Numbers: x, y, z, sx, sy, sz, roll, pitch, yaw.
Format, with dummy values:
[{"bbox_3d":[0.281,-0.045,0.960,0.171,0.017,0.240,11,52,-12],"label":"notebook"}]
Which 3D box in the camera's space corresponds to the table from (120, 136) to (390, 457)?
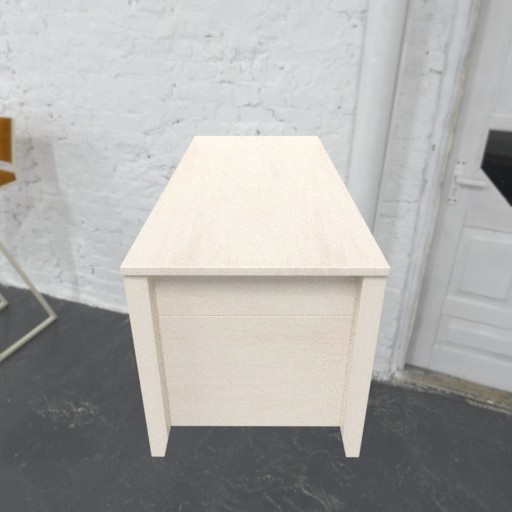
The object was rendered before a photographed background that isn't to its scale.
[{"bbox_3d":[0.000,0.000,1.311,0.457,0.483,1.016,0,27,0],"label":"table"}]
